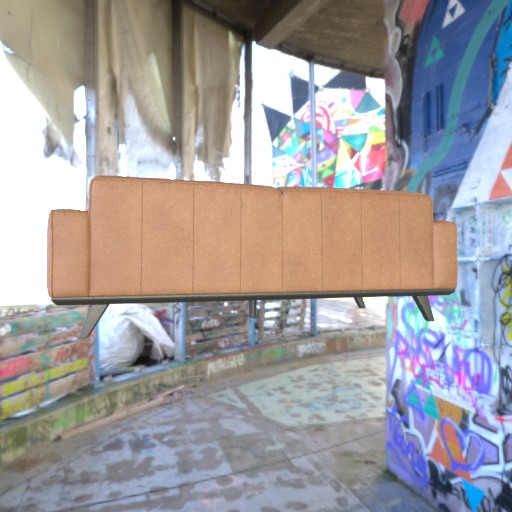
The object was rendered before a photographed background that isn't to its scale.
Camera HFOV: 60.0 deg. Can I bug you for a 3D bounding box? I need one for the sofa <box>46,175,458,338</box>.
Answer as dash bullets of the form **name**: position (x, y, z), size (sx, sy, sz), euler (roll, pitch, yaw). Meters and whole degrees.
- **sofa**: position (0.000, 0.000, 2.741), size (2.270, 0.780, 0.953), euler (0, -1, -17)
